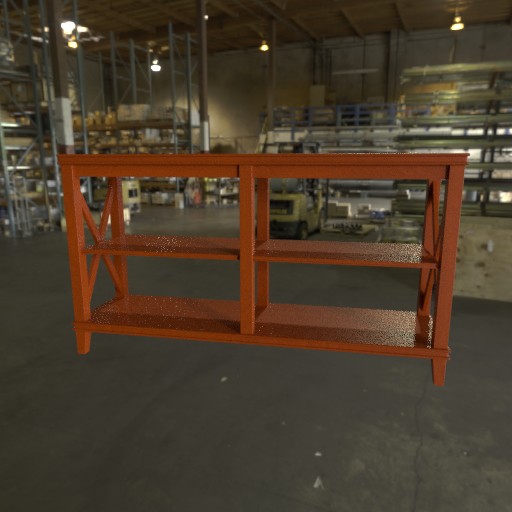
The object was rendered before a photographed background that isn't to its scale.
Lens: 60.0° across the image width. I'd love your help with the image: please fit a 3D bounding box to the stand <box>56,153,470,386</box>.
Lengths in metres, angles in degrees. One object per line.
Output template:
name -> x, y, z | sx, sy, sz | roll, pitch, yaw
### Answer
stand -> 0.000, 0.000, 1.706 | 1.372, 0.762, 0.381 | 2, 12, 11
